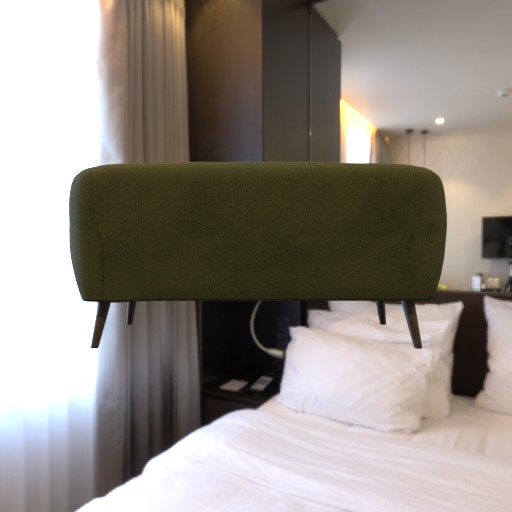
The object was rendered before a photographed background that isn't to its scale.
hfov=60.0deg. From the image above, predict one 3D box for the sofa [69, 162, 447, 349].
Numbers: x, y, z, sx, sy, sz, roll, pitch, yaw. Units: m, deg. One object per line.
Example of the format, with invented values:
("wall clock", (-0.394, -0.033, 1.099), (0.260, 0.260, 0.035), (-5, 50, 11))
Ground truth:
("sofa", (0.000, 0.000, 2.308), (1.840, 0.836, 0.820), (0, 2, 0))
